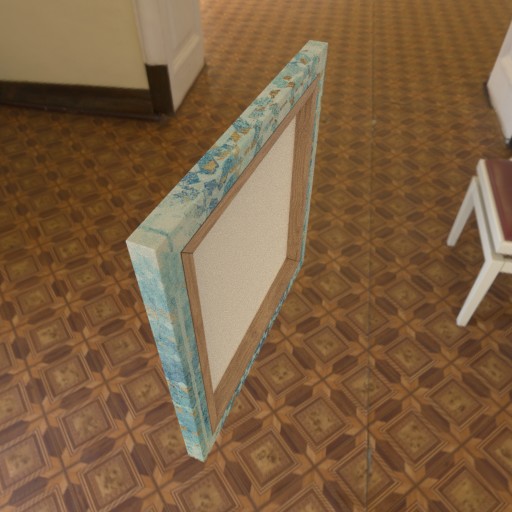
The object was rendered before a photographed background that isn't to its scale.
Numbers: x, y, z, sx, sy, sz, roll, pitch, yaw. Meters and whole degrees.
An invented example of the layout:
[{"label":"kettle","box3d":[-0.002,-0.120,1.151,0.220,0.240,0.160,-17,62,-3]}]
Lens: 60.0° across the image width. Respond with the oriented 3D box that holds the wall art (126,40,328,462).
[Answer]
[{"label":"wall art","box3d":[0.000,0.000,0.876,0.040,0.609,0.609,17,48,16]}]
